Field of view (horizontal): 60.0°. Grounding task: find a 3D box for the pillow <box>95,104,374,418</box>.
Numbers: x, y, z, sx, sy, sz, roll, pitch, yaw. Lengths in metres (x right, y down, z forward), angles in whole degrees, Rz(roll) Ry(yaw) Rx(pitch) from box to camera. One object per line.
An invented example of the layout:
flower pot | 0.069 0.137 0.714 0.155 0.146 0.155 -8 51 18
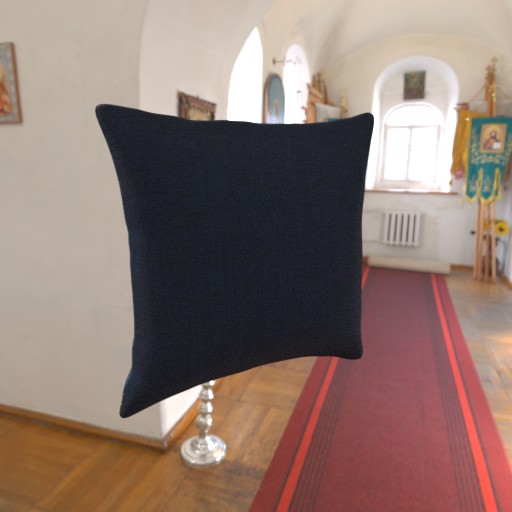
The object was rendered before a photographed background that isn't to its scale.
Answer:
pillow | 0.000 0.000 0.670 0.431 0.431 0.141 -7 15 -26
